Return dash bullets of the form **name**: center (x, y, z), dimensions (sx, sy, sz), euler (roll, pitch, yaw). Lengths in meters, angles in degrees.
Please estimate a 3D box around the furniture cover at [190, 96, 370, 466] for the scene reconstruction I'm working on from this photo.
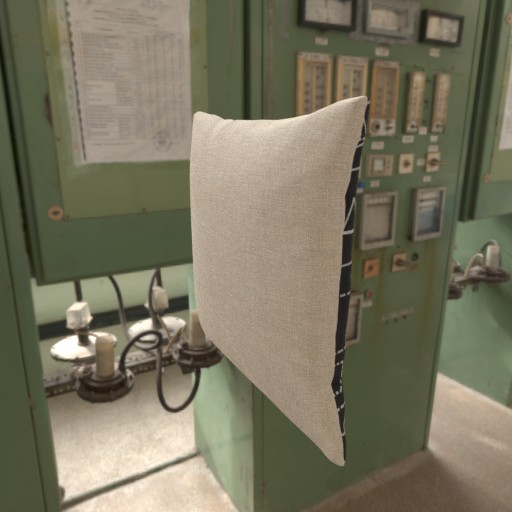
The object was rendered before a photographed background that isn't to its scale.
- **furniture cover**: center (0.000, 0.000, 0.789), dimensions (0.158, 0.508, 0.517), euler (-9, 18, -28)
